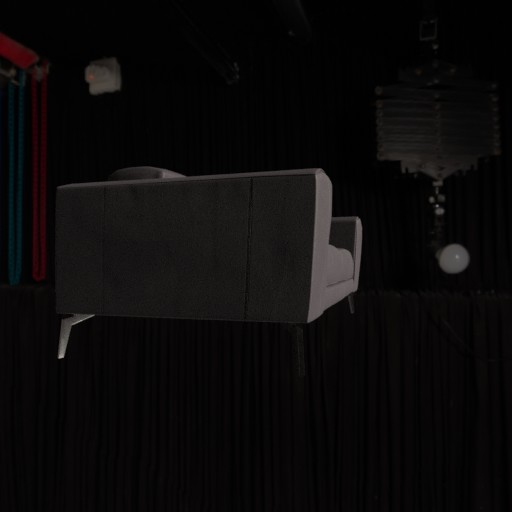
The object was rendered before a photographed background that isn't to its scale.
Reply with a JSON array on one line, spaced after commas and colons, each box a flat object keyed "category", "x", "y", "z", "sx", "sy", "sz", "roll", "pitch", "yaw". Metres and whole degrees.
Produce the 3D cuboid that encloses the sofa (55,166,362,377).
[{"category": "sofa", "x": 0.000, "y": 0.000, "z": 2.377, "sx": 1.003, "sy": 0.779, "sz": 1.895, "roll": 0, "pitch": -1, "yaw": 17}]
